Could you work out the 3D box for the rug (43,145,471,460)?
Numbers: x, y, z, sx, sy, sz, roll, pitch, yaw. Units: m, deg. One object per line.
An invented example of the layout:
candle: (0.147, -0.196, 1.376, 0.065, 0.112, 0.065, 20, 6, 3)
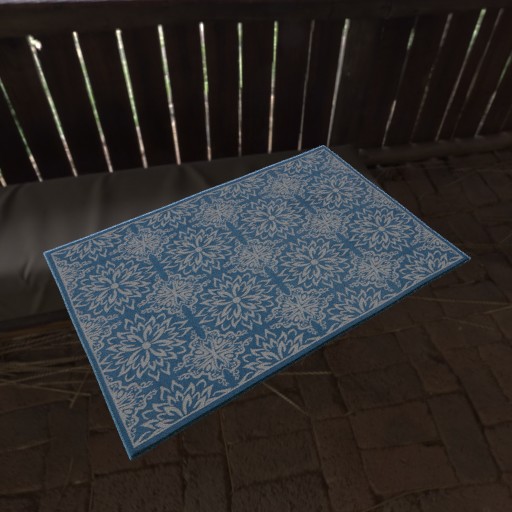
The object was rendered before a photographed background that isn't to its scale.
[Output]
rug: (0.000, 0.000, 3.434, 2.769, 0.018, 1.830, -25, 52, -21)
